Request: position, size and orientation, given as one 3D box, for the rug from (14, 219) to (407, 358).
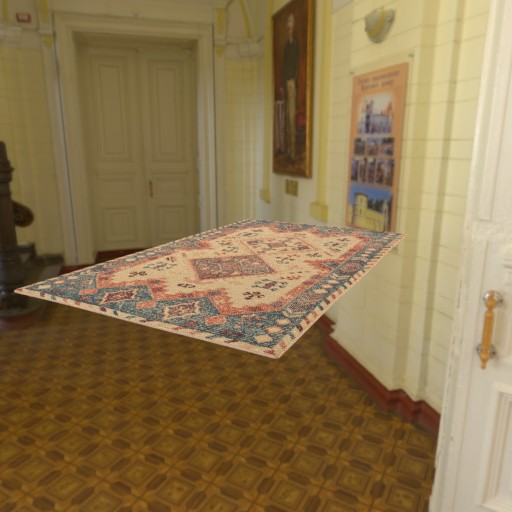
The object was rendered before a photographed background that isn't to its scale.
[{"bbox_3d":[0.000,0.000,2.980,1.521,0.023,2.464,8,17,28],"label":"rug"}]
